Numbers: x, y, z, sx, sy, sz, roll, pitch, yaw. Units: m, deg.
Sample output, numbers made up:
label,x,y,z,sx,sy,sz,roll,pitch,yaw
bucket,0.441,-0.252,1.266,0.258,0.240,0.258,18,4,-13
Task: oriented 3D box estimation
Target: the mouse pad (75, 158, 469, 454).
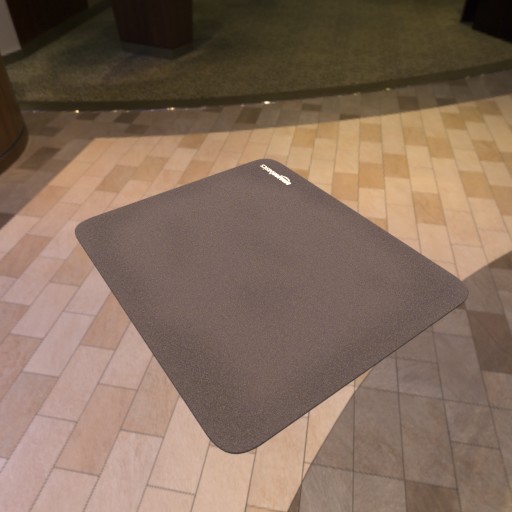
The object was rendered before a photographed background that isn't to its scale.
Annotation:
label,x,y,z,sx,sy,sz,roll,pitch,yaw
mouse pad,0.000,0.000,0.437,0.269,0.002,0.315,-25,47,-26
